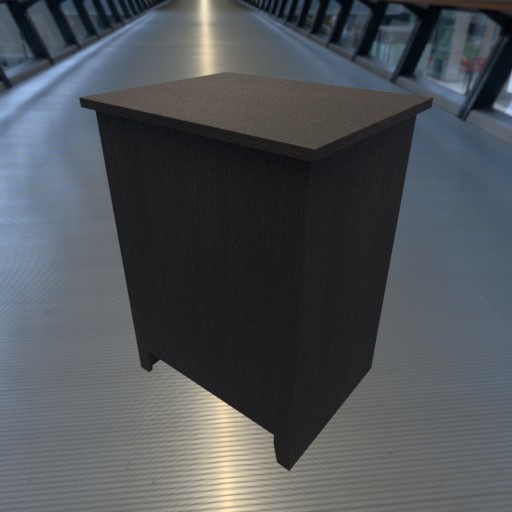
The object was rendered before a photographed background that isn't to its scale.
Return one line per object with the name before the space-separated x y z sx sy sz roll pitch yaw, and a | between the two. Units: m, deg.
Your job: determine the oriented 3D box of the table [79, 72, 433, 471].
table | 0.000 0.000 0.926 0.480 0.635 0.381 22 37 33
